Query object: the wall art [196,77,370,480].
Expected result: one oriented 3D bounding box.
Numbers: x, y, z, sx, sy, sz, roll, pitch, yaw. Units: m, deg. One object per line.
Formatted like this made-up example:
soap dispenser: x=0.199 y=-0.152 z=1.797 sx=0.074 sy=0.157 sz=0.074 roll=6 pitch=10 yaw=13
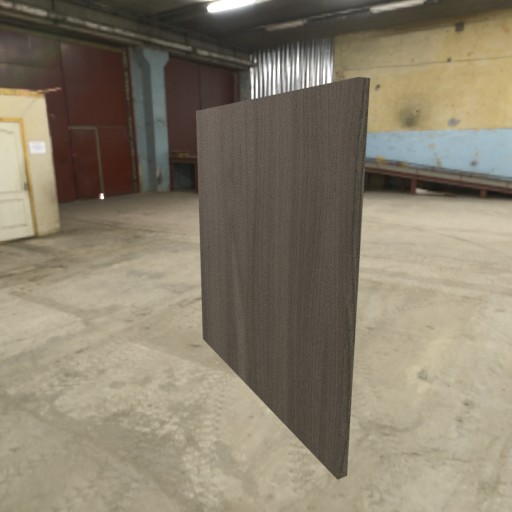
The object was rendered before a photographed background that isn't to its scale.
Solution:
wall art: x=0.000 y=0.000 z=0.758 sx=0.016 sy=0.507 sz=0.508 roll=-7 pitch=15 yaw=-27
